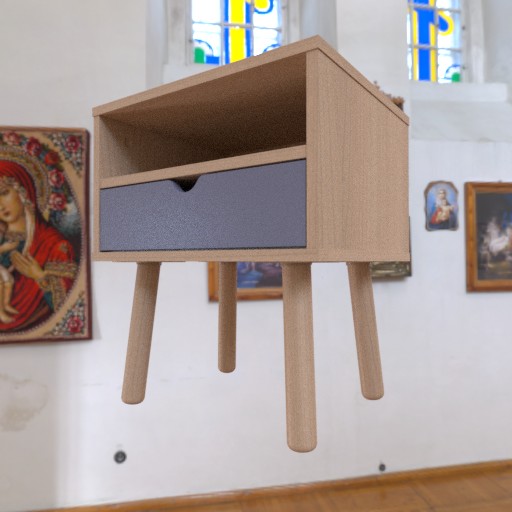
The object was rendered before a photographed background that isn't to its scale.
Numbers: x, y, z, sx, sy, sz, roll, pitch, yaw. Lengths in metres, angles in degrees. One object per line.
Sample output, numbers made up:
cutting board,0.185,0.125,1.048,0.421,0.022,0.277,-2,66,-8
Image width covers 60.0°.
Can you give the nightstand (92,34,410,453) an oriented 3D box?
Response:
nightstand,0.000,0.000,0.818,0.450,0.530,0.380,0,-1,35
